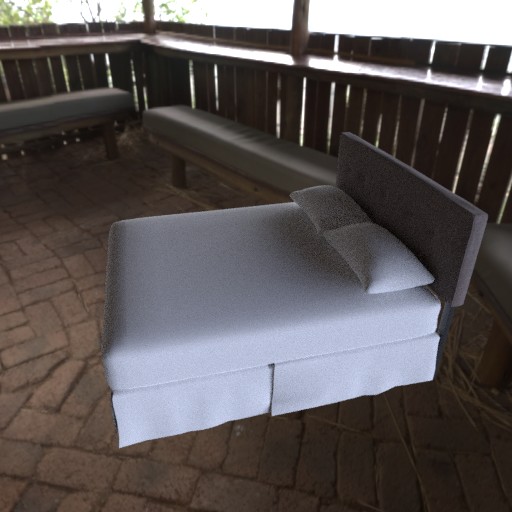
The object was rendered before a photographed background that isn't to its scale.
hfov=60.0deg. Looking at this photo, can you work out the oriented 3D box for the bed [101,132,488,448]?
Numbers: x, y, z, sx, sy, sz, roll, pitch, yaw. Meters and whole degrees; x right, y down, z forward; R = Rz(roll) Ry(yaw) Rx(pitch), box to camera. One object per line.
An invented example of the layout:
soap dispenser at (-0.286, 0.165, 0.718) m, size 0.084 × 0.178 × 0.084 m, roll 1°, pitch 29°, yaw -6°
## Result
bed at (0.000, 0.000, 2.826) m, size 1.894 × 1.089 × 1.610 m, roll -7°, pitch 31°, yaw -12°
